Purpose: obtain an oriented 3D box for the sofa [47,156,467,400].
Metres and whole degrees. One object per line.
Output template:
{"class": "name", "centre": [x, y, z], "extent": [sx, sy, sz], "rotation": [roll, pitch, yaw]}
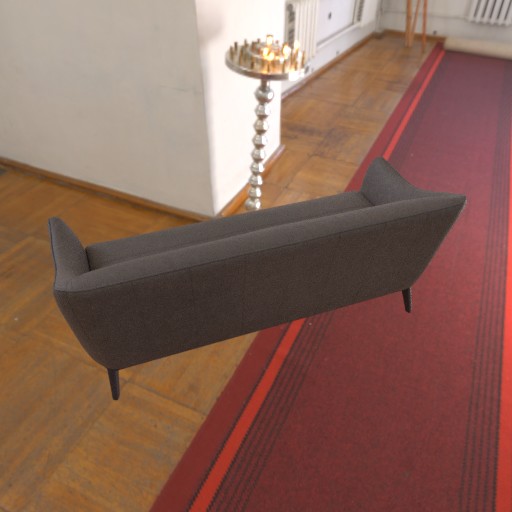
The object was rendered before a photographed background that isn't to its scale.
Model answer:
{"class": "sofa", "centre": [0.000, 0.000, 2.296], "extent": [1.928, 0.831, 0.869], "rotation": [-13, 42, -15]}
